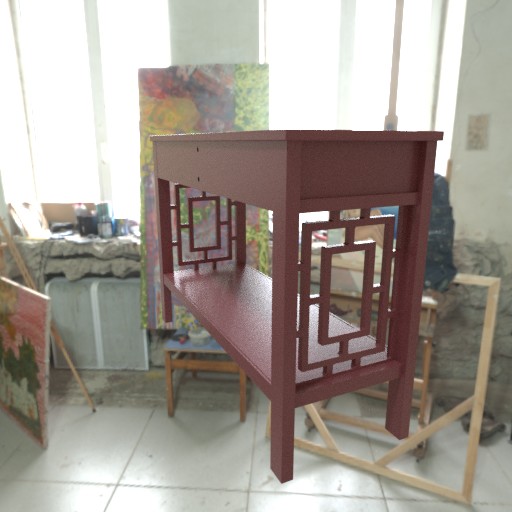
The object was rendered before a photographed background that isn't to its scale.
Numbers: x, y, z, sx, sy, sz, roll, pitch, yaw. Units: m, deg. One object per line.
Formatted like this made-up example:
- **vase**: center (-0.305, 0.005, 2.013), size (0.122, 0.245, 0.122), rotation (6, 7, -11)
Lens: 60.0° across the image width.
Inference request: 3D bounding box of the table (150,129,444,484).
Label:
- **table**: center (0.000, 0.000, 1.421), size (0.397, 0.753, 1.068), rotation (-7, 16, -25)
